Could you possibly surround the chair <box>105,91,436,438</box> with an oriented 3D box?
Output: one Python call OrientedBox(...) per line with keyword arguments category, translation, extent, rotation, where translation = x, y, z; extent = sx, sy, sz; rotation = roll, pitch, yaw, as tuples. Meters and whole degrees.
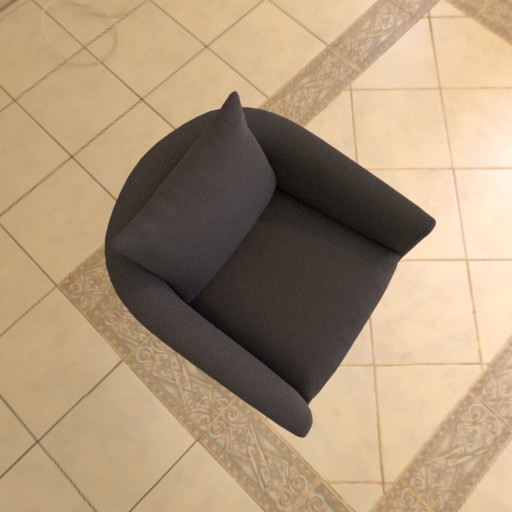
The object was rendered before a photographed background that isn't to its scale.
OrientedBox(category="chair", translation=(0.000, 0.000, 1.588), extent=(0.910, 0.848, 0.845), rotation=(34, 77, 9))
